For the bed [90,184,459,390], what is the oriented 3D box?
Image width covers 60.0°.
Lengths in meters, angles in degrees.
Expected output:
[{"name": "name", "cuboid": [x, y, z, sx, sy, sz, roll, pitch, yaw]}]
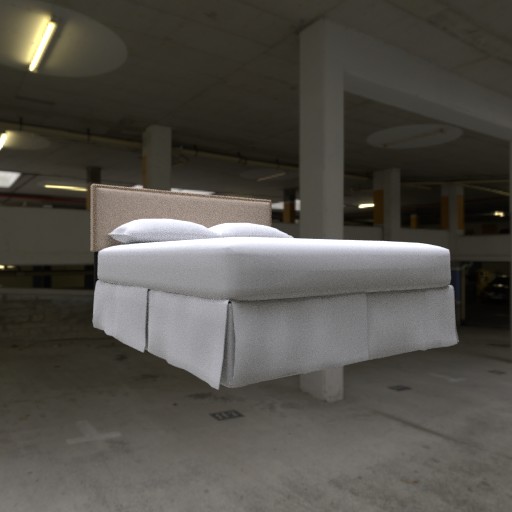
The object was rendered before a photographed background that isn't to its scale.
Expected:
[{"name": "bed", "cuboid": [0.000, 0.000, 2.845, 1.616, 1.016, 1.876, 0, 0, -35]}]
